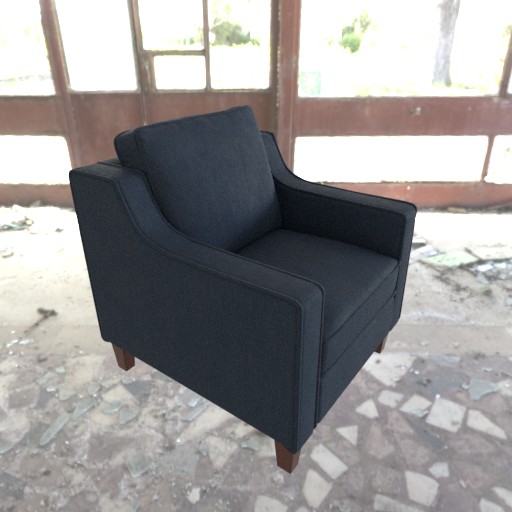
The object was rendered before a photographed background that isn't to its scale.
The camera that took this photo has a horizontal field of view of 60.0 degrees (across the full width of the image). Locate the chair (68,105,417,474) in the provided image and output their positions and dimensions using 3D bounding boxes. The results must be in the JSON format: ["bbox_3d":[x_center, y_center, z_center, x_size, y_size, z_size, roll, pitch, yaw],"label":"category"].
[{"bbox_3d":[0.000,0.000,1.636,0.909,0.960,0.831,19,33,32],"label":"chair"}]
